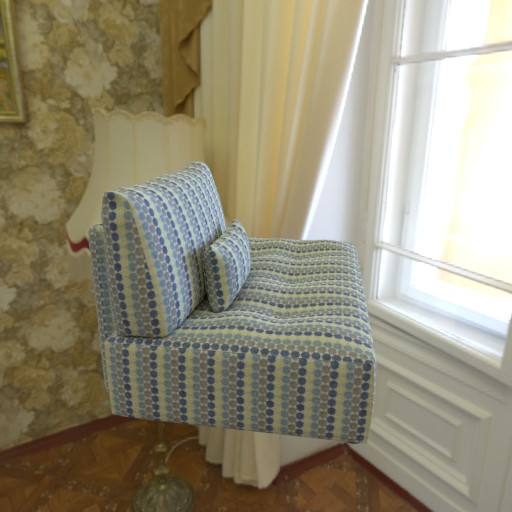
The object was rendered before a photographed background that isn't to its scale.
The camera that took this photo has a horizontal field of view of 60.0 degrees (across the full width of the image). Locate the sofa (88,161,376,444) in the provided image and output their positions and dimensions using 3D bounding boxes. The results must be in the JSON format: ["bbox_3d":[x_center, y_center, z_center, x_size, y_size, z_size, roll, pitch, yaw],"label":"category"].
[{"bbox_3d":[0.000,0.000,2.055,1.000,0.820,1.450,3,17,9],"label":"sofa"}]
